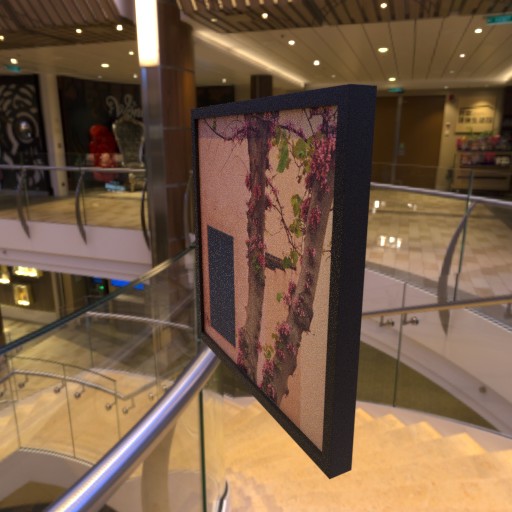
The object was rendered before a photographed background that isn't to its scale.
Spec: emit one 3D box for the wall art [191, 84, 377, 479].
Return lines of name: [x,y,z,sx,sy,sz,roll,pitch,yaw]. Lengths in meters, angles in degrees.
wall art: [0.000,0.000,0.766,0.038,0.508,0.508,-8,17,-27]
